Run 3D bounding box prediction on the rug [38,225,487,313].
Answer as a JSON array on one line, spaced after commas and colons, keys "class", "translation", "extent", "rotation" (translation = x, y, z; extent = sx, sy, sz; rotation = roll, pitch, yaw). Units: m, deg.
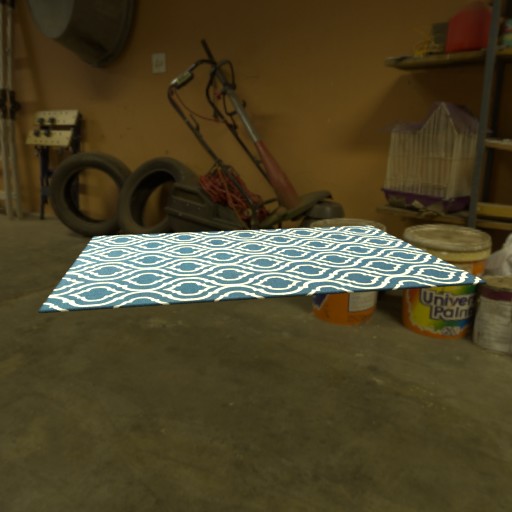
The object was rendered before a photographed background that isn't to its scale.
[{"class": "rug", "translation": [0.000, 0.000, 2.236], "extent": [1.753, 0.010, 1.143], "rotation": [-3, 16, -10]}]
